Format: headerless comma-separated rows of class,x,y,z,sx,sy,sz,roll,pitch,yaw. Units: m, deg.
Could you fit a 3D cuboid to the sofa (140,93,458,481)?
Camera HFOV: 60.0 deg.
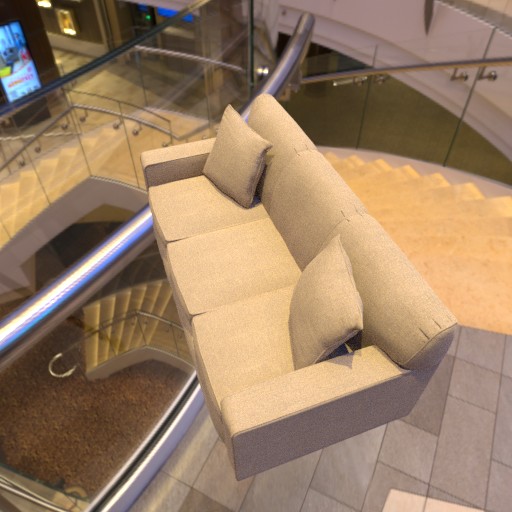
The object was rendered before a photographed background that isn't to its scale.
sofa,0.000,0.000,2.536,0.997,0.958,2.024,-15,49,-14
